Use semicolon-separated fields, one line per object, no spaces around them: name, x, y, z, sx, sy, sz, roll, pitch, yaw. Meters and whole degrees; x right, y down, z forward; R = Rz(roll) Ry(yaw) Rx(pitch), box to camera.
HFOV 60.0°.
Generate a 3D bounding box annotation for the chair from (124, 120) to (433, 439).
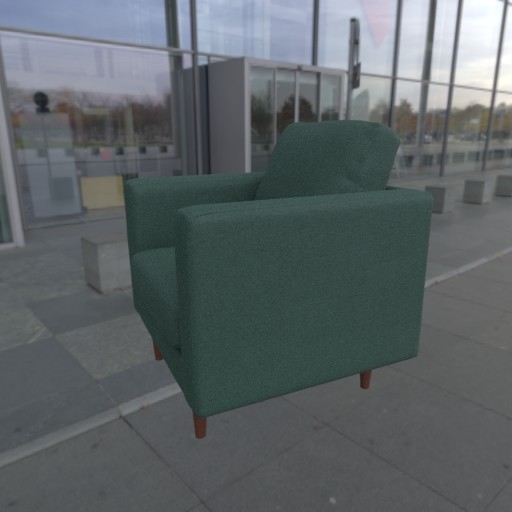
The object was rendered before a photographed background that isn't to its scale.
chair;0.000;0.000;1.577;0.800;0.927;0.855;-7;17;-24
